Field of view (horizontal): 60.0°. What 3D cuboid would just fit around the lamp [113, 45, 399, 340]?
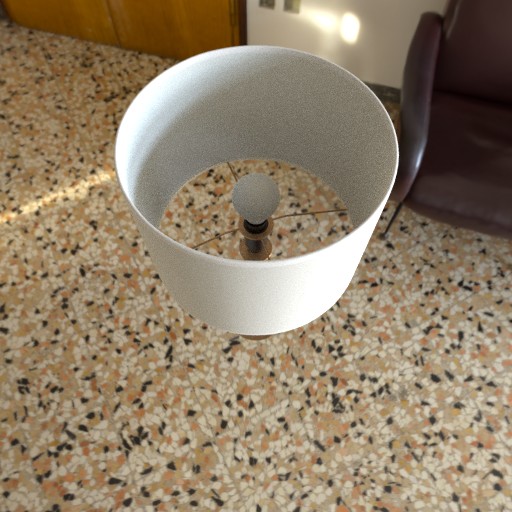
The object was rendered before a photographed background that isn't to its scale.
[{"bbox_3d":[0.000,0.000,0.631,0.268,0.479,0.268,-16,63,-8],"label":"lamp"}]
